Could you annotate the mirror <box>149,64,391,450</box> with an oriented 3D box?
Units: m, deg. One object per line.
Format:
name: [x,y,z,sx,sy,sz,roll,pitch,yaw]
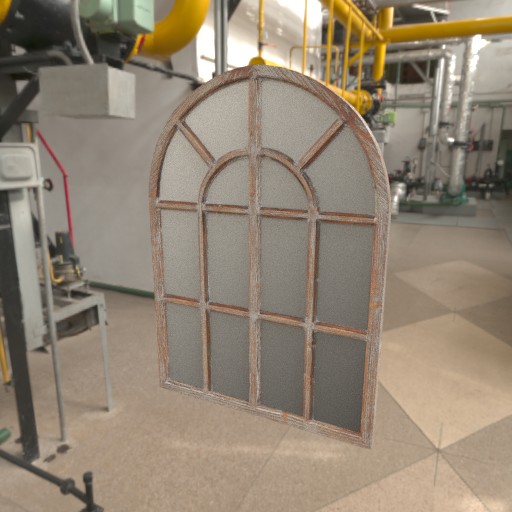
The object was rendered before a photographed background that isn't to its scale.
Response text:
mirror: [0.000,0.000,1.152,0.660,0.920,0.032,7,16,26]
